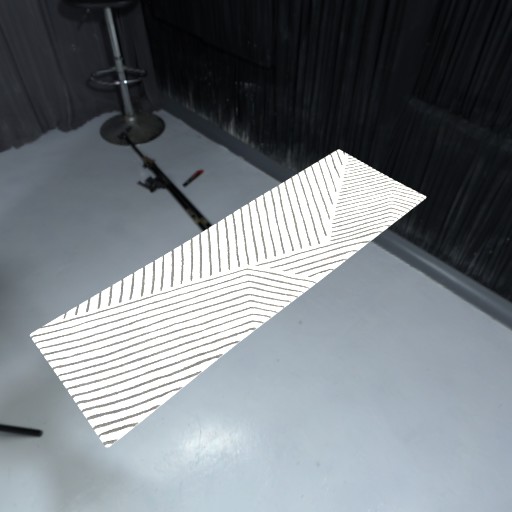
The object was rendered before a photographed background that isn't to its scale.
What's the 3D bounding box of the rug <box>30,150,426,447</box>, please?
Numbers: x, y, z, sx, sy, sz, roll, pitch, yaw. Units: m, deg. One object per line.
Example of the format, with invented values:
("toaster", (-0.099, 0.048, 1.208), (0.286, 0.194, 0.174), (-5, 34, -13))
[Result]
("rug", (0.000, 0.000, 2.631), (2.439, 0.020, 0.773), (-34, 56, -28))
